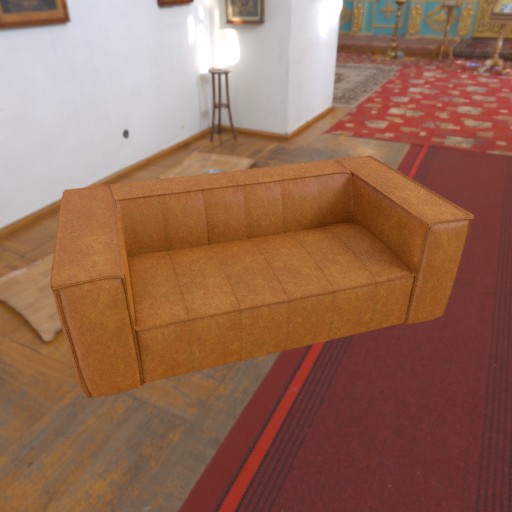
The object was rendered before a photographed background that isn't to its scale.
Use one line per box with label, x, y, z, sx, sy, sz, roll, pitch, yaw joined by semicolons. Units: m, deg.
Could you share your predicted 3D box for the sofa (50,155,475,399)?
sofa;0.000;0.000;2.604;2.088;0.703;1.102;-10;32;-15
